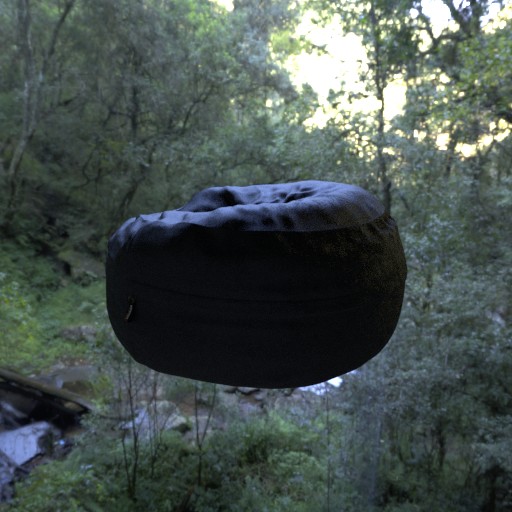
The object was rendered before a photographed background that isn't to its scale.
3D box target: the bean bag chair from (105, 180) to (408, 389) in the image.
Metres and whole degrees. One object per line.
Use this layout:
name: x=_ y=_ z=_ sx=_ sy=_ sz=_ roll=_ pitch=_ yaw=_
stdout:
bean bag chair: x=0.000 y=0.000 z=2.343 sx=1.525 sy=0.751 sz=1.525 roll=0 pitch=16 yaw=0
